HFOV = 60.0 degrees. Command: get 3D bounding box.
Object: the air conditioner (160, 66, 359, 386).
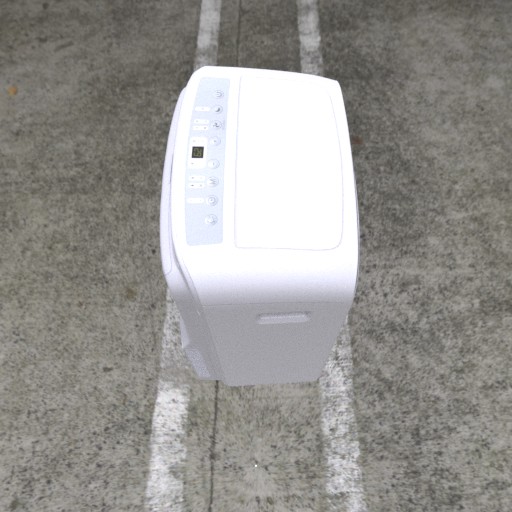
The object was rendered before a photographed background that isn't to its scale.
[{"bbox_3d":[0.000,0.000,0.959,0.365,0.700,0.454,0,65,0],"label":"air conditioner"}]
